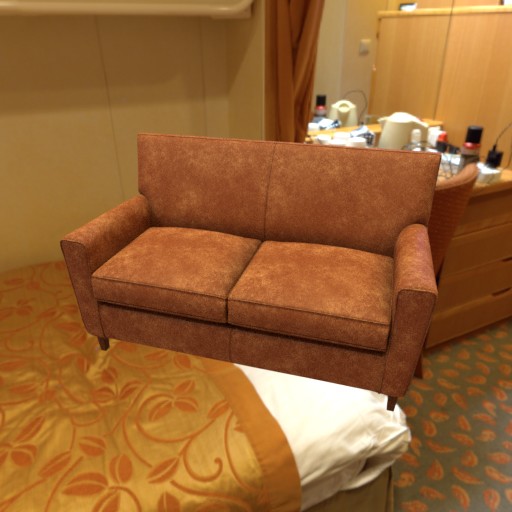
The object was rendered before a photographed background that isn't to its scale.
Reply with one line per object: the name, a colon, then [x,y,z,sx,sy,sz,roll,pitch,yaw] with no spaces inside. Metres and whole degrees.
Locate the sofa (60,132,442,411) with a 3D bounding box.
sofa: [0.000,0.000,2.005,1.473,0.871,0.787,8,28,15]
